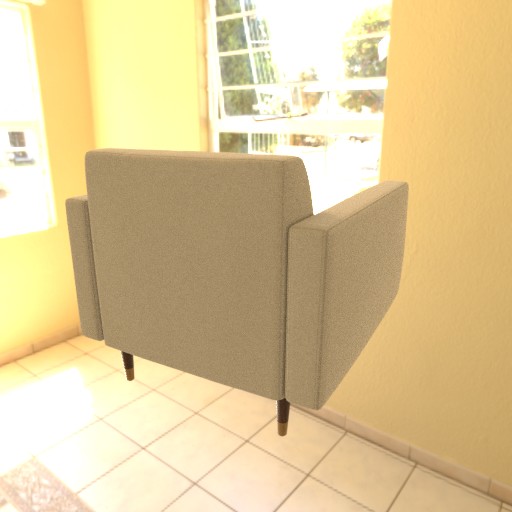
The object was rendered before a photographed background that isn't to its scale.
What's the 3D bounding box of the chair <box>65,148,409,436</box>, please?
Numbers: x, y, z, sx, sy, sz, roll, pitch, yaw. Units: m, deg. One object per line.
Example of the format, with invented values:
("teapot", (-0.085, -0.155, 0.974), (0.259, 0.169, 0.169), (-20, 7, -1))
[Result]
("chair", (0.000, 0.000, 1.679), (0.953, 0.819, 0.998), (9, 19, 27))
